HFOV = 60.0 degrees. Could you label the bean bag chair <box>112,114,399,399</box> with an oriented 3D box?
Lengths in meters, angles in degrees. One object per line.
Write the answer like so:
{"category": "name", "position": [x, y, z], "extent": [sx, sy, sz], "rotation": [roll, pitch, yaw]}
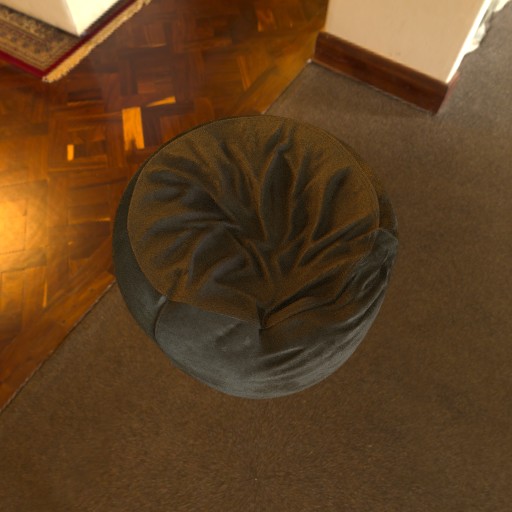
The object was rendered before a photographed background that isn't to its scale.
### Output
{"category": "bean bag chair", "position": [0.000, 0.000, 1.555], "extent": [0.918, 0.605, 0.918], "rotation": [0, 63, 0]}
